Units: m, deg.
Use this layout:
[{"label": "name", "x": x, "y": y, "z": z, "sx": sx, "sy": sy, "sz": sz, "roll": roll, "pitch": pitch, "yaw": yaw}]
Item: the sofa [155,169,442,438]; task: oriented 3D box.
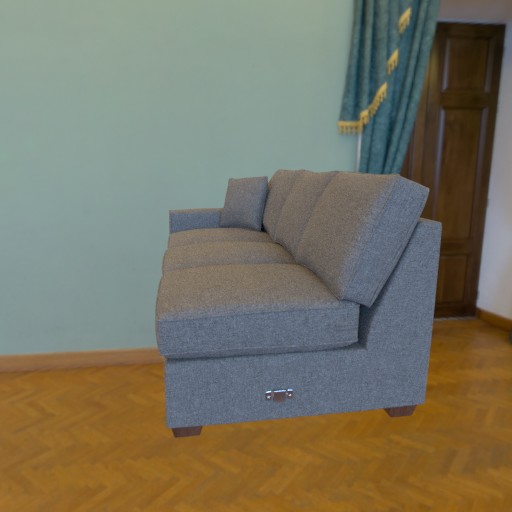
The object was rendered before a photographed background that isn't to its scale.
[{"label": "sofa", "x": 0.000, "y": 0.000, "z": 2.477, "sx": 1.034, "sy": 0.946, "sz": 1.963, "roll": -2, "pitch": 12, "yaw": -10}]
